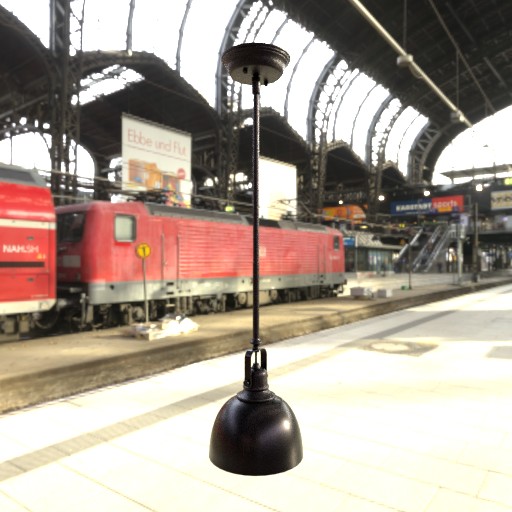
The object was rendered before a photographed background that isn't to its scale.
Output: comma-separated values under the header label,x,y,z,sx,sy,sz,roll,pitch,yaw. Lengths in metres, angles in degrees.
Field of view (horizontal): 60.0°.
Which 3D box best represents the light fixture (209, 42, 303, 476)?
label,x,y,z,sx,sy,sz,roll,pitch,yaw
light fixture,0.000,0.000,0.861,0.182,0.768,0.182,0,-1,35
